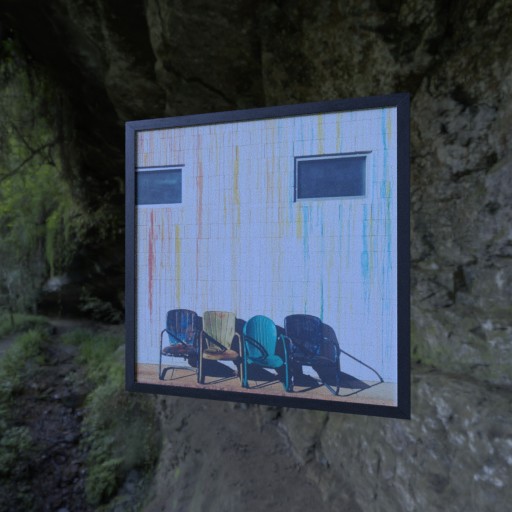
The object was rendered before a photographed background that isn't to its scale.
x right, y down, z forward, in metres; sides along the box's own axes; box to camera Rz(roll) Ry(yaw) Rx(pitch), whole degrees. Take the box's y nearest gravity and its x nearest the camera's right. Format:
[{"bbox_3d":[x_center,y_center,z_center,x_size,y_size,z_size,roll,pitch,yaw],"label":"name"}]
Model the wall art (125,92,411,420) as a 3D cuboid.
[{"bbox_3d":[0.000,0.000,1.161,0.763,0.763,0.039,0,0,17],"label":"wall art"}]
